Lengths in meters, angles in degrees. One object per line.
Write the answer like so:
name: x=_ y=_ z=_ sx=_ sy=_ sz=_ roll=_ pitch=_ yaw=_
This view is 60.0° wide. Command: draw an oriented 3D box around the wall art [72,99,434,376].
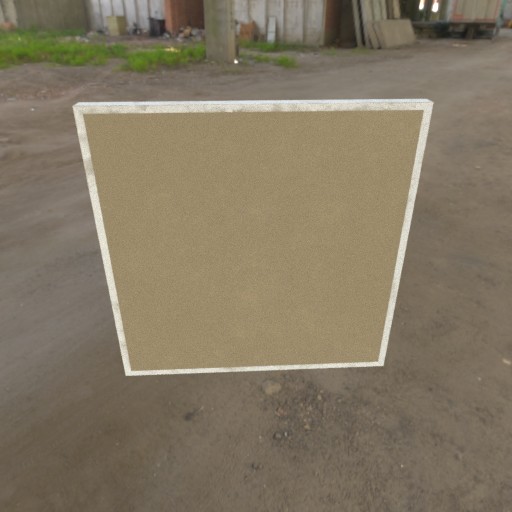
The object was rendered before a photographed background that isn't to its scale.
wall art: x=0.000 y=0.000 z=1.135 sx=0.760 sy=0.757 sz=0.038 roll=-2 pitch=30 yaw=-3
